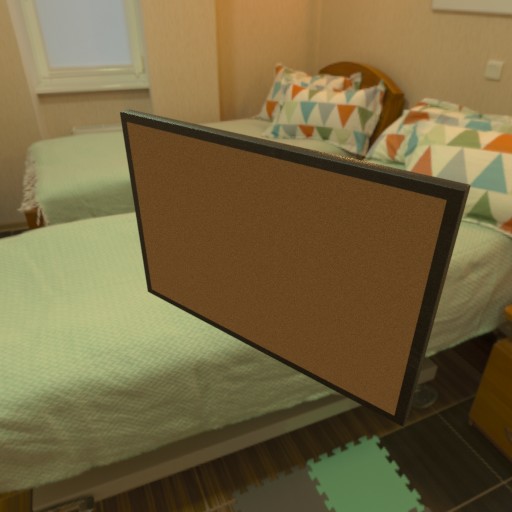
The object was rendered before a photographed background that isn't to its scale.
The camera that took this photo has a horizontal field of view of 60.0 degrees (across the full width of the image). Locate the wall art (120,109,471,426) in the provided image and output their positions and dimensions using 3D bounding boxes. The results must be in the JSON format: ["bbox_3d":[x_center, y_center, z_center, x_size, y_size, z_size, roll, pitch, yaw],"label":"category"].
[{"bbox_3d":[0.000,0.000,1.152,0.912,0.612,0.038,22,37,31],"label":"wall art"}]
